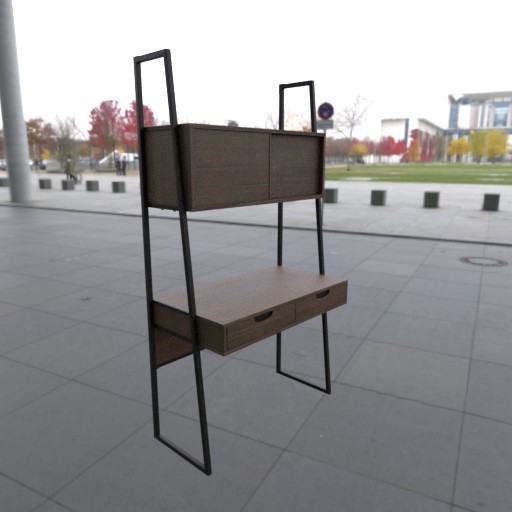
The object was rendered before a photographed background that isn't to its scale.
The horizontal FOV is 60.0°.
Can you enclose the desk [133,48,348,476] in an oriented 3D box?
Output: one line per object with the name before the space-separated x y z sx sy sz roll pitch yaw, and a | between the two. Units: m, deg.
desk | 0.000 0.000 2.246 0.515 1.809 0.982 11 17 42
